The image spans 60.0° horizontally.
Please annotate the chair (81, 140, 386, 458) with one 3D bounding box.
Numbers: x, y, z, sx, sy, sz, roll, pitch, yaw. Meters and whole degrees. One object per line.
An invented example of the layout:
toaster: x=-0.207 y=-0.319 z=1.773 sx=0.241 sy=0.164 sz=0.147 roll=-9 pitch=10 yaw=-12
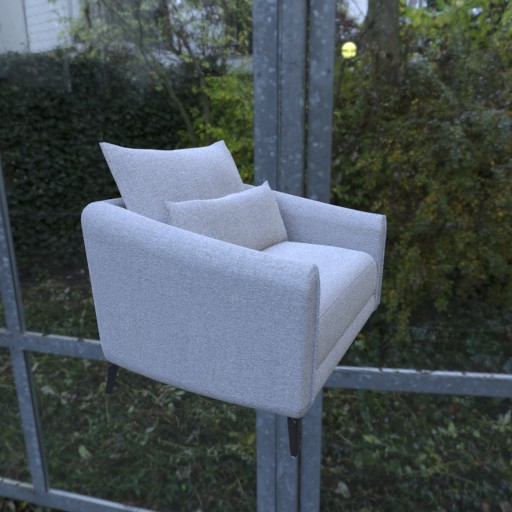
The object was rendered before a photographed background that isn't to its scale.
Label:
chair: x=0.000 y=0.000 z=1.687 sx=0.801 sy=0.856 sz=1.029 roll=7 pitch=16 yaw=26
